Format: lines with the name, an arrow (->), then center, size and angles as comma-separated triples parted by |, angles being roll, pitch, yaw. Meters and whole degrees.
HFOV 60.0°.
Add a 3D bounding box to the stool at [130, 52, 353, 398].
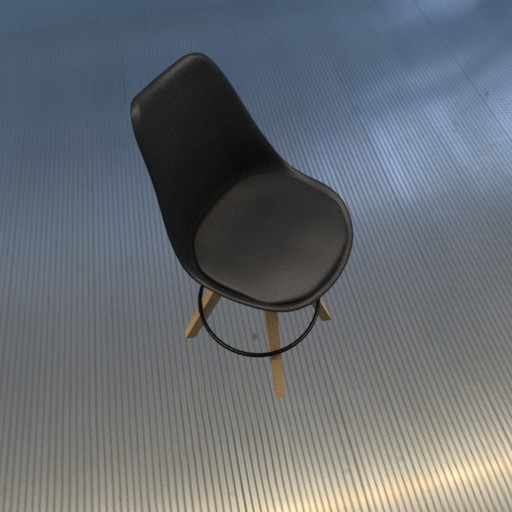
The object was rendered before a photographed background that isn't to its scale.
stool -> 0.000, 0.000, 1.410 | 0.550, 1.115, 0.485 | 29, 63, 16
